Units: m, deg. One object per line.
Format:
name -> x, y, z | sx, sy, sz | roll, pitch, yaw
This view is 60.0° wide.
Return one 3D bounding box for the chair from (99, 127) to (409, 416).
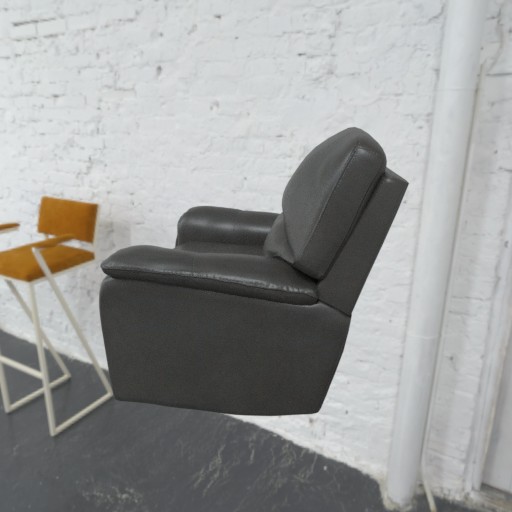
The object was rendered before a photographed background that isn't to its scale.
chair -> 0.000, 0.000, 1.985 | 1.087, 1.109, 1.096 | 2, 16, 8
